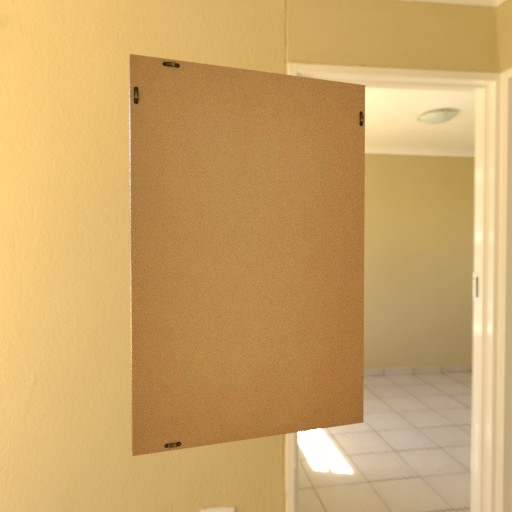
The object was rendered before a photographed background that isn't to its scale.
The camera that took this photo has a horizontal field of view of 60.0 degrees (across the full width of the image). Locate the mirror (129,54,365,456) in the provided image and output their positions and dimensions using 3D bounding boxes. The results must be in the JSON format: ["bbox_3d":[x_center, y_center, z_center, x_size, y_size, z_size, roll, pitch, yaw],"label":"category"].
[{"bbox_3d":[0.000,0.000,1.119,0.609,0.915,0.040,0,1,-19],"label":"mirror"}]
